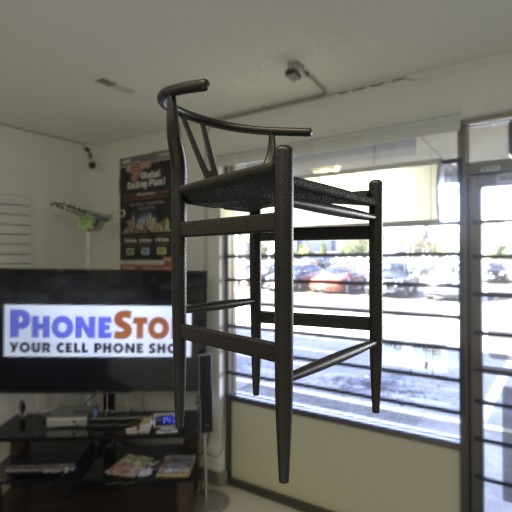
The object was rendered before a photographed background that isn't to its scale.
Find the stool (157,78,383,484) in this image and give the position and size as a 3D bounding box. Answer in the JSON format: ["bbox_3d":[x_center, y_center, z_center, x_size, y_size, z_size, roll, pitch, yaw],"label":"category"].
[{"bbox_3d":[0.000,0.000,1.324,0.579,0.970,0.569,0,0,36],"label":"stool"}]
